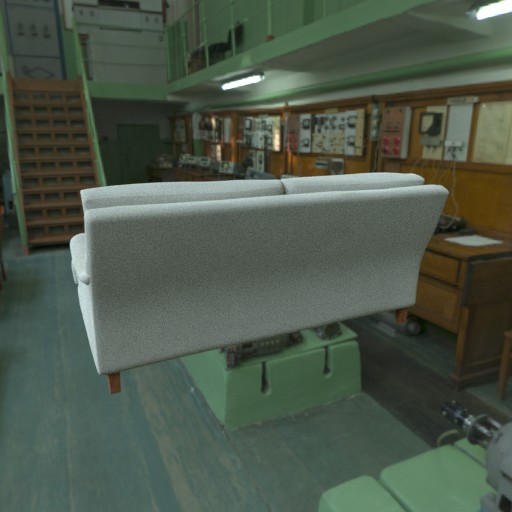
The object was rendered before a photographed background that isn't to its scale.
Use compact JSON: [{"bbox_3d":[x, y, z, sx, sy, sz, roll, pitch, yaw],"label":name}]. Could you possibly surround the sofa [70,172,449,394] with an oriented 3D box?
[{"bbox_3d":[0.000,0.000,2.715,2.070,0.997,1.091,-8,17,-25],"label":"sofa"}]
